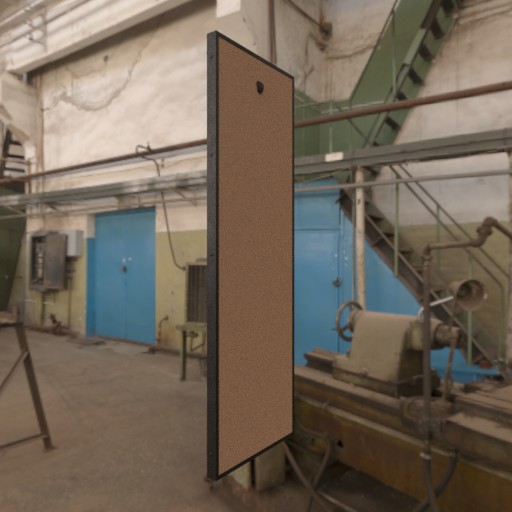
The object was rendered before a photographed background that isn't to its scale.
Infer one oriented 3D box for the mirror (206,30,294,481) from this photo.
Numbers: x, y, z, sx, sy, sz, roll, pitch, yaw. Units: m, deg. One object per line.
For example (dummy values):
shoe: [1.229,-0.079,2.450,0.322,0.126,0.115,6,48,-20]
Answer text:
mirror: [0.000,0.000,1.201,0.042,1.080,0.354,0,0,37]
